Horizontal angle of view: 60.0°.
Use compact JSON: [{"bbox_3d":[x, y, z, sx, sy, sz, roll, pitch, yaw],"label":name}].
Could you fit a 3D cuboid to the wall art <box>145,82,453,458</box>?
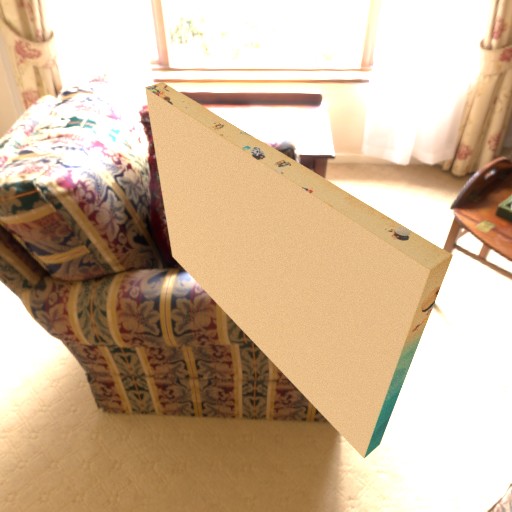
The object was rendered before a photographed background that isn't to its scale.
[{"bbox_3d":[0.000,0.000,0.755,0.039,0.406,0.609,-27,48,-27],"label":"wall art"}]
